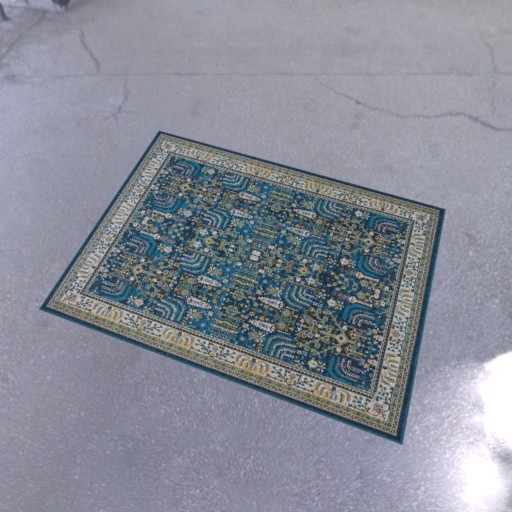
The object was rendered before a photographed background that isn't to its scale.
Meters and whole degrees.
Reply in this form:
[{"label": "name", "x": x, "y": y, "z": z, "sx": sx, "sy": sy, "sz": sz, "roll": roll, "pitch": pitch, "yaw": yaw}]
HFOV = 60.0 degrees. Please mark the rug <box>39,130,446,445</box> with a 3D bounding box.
[{"label": "rug", "x": 0.000, "y": 0.000, "z": 3.963, "sx": 3.044, "sy": 0.015, "sz": 2.226, "roll": 18, "pitch": 61, "yaw": 10}]
